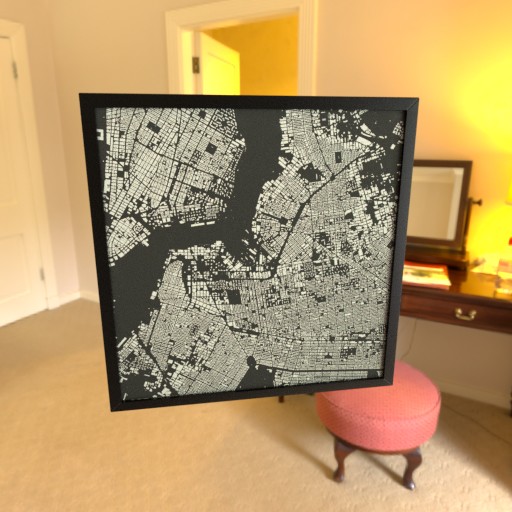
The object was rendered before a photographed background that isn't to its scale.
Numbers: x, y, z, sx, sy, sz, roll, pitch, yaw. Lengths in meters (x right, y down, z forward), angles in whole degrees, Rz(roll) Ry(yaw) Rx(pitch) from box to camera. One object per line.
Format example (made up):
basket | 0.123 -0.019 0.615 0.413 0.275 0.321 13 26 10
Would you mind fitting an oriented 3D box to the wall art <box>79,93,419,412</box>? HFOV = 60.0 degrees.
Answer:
wall art | 0.000 0.000 0.442 0.299 0.299 0.037 -3 16 -9
